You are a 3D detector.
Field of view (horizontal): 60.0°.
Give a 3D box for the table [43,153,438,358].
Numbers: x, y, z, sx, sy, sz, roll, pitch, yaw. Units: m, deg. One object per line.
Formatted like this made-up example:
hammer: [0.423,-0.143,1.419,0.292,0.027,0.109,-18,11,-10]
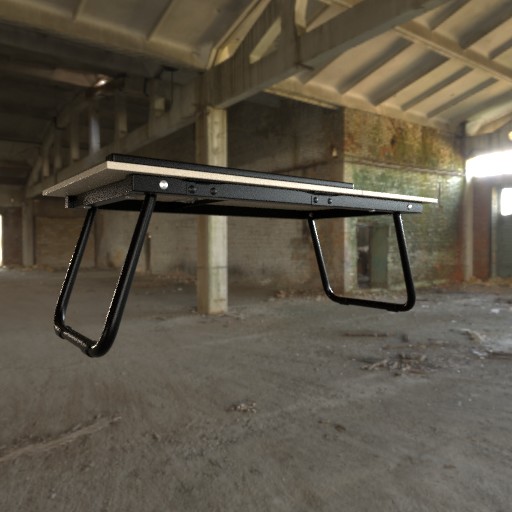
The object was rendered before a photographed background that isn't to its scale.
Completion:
table: [0.000,0.000,0.800,0.644,0.242,0.322,-1,2,-37]
